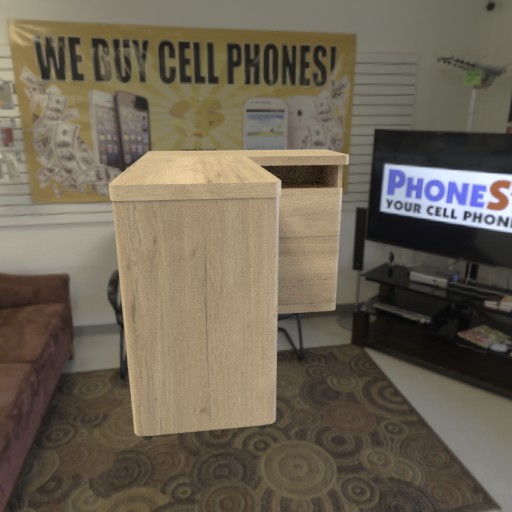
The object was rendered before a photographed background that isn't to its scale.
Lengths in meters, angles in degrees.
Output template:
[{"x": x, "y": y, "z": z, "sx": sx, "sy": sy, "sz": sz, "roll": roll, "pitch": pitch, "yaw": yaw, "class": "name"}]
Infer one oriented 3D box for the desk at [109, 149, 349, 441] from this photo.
[{"x": 0.000, "y": 0.000, "z": 1.804, "sx": 0.900, "sy": 0.760, "sz": 1.169, "roll": -2, "pitch": 17, "yaw": -8, "class": "desk"}]
